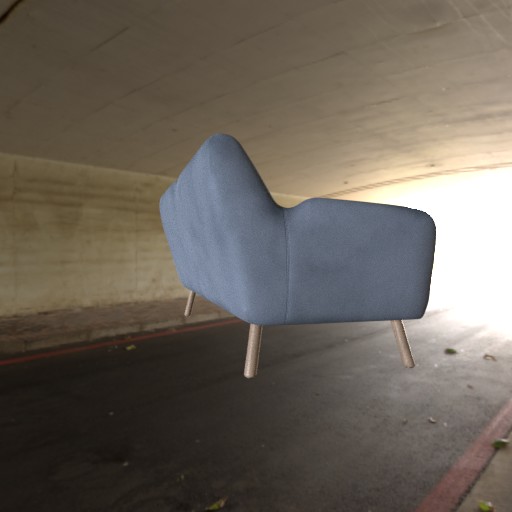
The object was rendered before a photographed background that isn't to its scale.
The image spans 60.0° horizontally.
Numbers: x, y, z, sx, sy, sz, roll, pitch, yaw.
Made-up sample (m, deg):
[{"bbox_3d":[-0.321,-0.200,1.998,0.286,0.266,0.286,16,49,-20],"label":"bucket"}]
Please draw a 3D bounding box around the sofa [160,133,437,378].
[{"bbox_3d":[0.000,0.000,2.294,0.850,0.810,1.870,0,1,-17],"label":"sofa"}]
